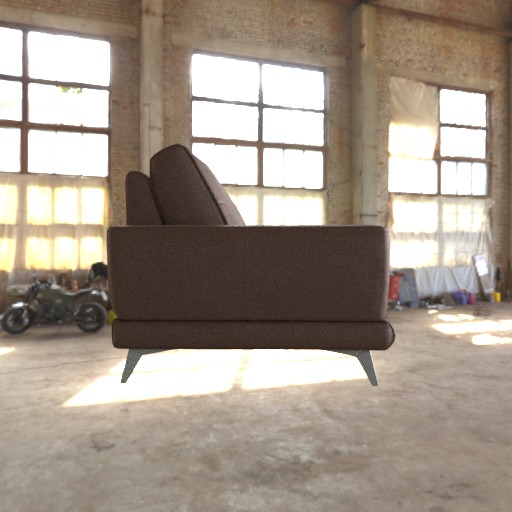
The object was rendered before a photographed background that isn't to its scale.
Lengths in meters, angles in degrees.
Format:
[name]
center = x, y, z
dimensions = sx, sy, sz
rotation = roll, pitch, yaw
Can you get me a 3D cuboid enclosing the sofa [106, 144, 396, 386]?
[sofa]
center = 0.000, 0.000, 2.398
dimensions = 1.018, 0.907, 1.806
rotation = 0, 1, 2
